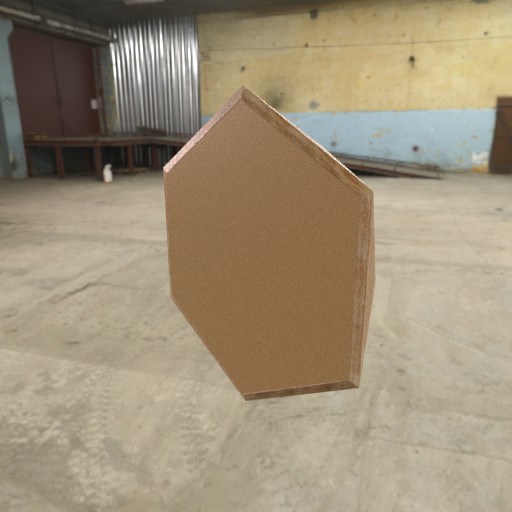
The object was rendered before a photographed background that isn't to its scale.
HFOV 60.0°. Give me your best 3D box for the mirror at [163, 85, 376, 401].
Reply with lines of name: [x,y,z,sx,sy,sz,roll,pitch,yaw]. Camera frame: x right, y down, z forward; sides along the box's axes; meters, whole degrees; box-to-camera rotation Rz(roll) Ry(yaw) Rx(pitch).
mirror: [0.000,0.000,1.086,0.091,0.779,0.675,-15,22,-41]
